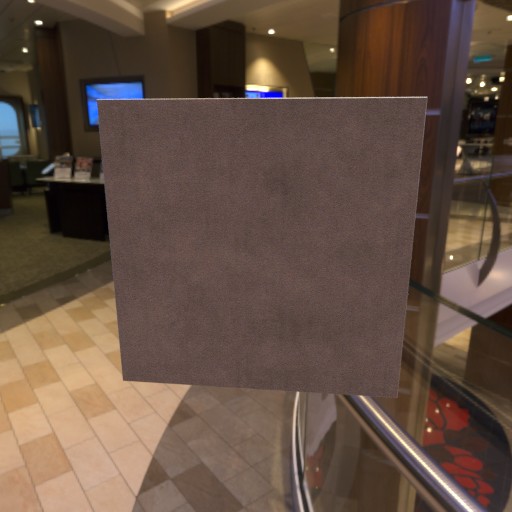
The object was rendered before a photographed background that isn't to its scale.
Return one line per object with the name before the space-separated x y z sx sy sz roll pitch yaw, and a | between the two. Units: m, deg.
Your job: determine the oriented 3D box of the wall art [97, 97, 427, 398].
wall art | 0.000 0.000 0.985 0.664 0.661 0.020 2 16 6
